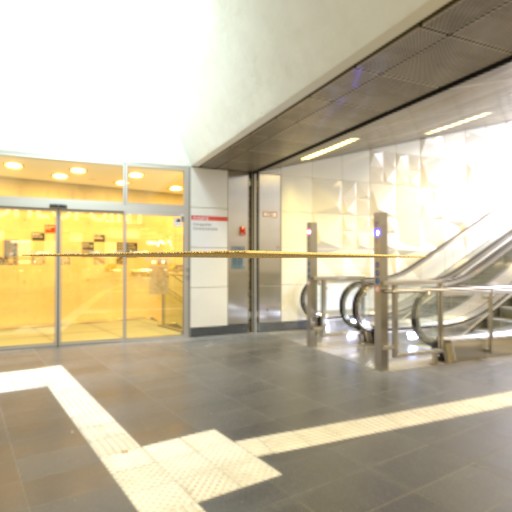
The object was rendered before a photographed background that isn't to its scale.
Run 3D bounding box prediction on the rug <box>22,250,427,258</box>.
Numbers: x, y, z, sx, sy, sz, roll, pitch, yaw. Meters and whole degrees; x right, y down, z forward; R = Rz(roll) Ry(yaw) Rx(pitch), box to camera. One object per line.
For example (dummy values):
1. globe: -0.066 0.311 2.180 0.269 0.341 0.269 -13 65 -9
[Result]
1. rug: 0.000 0.000 2.852 1.514 0.011 2.233 0 -1 37
